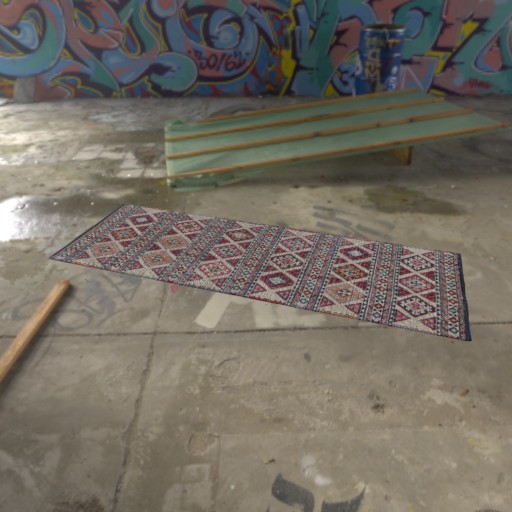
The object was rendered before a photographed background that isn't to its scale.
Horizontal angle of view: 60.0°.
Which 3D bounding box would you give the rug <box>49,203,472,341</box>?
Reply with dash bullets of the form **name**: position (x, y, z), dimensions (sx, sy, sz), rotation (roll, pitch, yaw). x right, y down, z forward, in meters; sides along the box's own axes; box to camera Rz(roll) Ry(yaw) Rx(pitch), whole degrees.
- **rug**: position (0.000, 0.000, 2.684), dimensions (2.362, 0.008, 0.832), rotation (10, 33, 15)
